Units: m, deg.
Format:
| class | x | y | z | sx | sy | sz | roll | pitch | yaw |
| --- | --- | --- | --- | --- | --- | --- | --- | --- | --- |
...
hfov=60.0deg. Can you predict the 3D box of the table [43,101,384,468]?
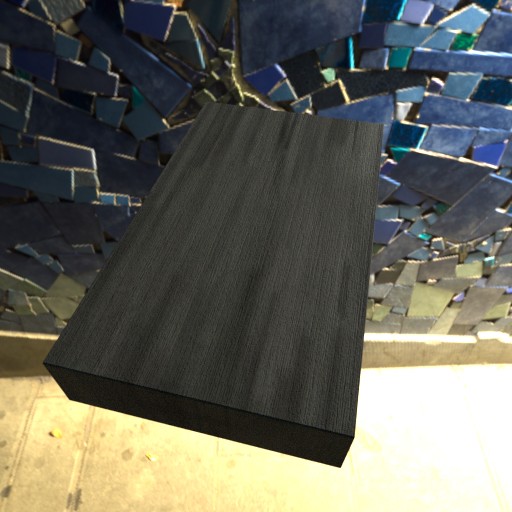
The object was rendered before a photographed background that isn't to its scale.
| class | x | y | z | sx | sy | sz | roll | pitch | yaw |
| --- | --- | --- | --- | --- | --- | --- | --- | --- | --- |
| table | 0.000 | 0.000 | 1.343 | 0.643 | 0.347 | 1.088 | 10 | 49 | 9 |
